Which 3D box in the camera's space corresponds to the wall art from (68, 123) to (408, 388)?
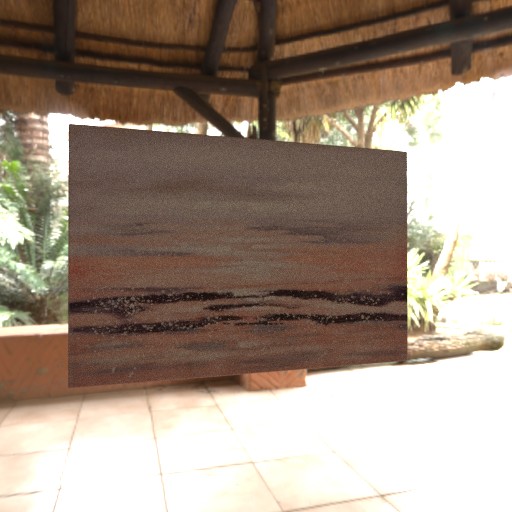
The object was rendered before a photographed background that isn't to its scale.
[{"bbox_3d":[0.000,0.000,1.169,0.913,0.609,0.038,0,0,-17],"label":"wall art"}]
